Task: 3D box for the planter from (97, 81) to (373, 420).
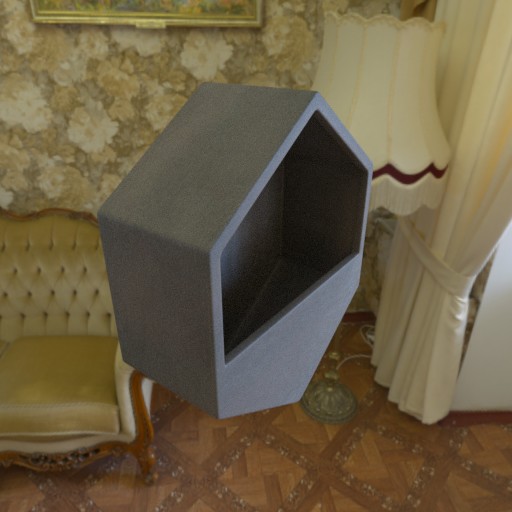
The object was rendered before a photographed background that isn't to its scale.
[{"bbox_3d":[0.000,0.000,0.286,0.077,0.206,0.169,19,33,32],"label":"planter"}]
